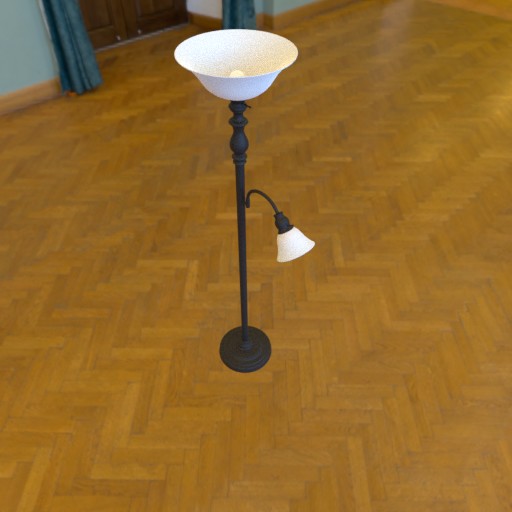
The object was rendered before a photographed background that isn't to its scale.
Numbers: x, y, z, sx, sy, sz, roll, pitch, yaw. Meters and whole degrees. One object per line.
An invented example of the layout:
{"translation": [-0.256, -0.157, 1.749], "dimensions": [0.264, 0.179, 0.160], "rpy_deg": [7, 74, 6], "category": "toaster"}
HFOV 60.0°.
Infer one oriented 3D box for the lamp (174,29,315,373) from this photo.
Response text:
{"translation": [0.000, 0.000, 2.053], "dimensions": [0.588, 1.793, 0.405], "rpy_deg": [35, 55, 30], "category": "lamp"}
